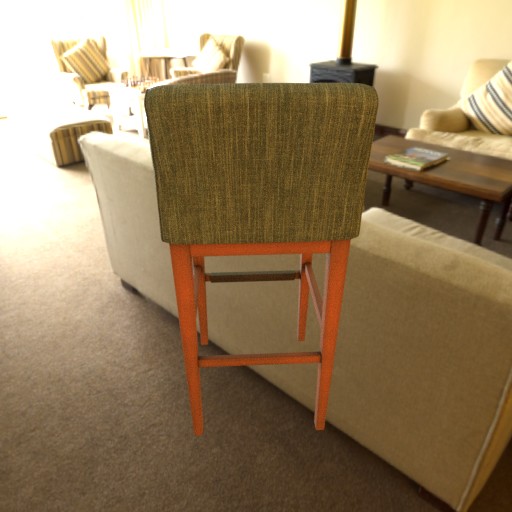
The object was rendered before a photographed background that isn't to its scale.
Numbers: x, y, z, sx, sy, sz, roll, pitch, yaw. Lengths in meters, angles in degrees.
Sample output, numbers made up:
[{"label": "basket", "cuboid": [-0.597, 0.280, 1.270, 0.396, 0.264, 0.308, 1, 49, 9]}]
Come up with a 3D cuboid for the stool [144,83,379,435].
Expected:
[{"label": "stool", "cuboid": [0.000, 0.000, 1.225, 0.426, 0.965, 0.499, -2, 30, -3]}]
